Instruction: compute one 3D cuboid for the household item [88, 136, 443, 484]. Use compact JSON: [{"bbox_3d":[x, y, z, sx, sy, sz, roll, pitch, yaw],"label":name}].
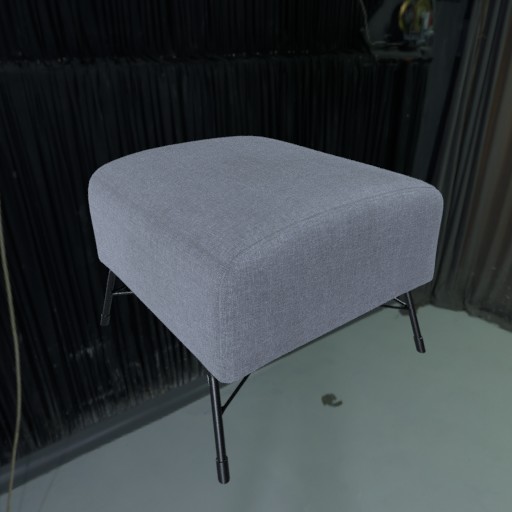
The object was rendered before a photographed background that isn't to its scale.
[{"bbox_3d":[0.000,0.000,0.913,0.530,0.410,0.530,-19,33,-33],"label":"household item"}]
